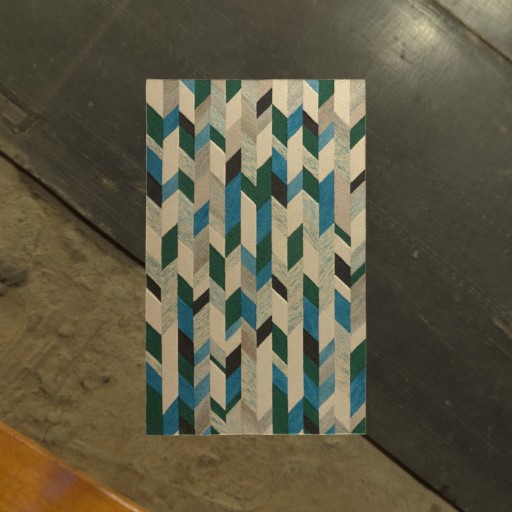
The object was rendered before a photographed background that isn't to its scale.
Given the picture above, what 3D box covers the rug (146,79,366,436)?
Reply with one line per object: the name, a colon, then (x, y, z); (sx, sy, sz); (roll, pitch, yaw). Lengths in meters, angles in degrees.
rug: (0.000, 0.000, 3.026); (1.507, 0.007, 2.433); (0, 89, 0)
